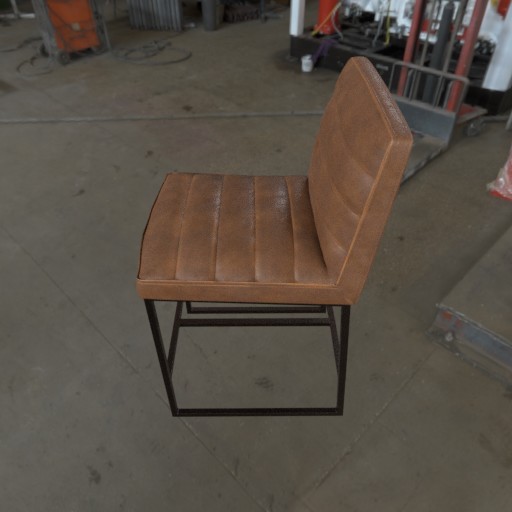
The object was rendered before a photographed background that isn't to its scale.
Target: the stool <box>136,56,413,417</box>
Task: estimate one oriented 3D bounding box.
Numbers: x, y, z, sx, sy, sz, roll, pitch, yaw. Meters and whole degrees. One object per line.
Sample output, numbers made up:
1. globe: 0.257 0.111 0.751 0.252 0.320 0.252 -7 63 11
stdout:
1. stool: 0.000 0.000 1.225 0.562 0.942 0.463 0 42 0
